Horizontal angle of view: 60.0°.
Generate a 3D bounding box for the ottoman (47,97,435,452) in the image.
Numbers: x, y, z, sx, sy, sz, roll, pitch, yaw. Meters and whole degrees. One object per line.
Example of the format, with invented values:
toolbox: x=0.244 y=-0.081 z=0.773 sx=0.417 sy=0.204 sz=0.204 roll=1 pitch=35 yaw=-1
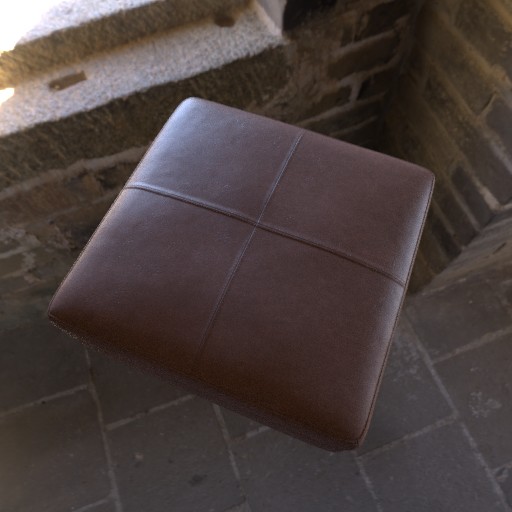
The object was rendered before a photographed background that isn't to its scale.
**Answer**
ottoman: x=0.000 y=0.000 z=1.809 sx=1.168 sy=0.490 sz=1.168 roll=20 pitch=65 yaw=10
